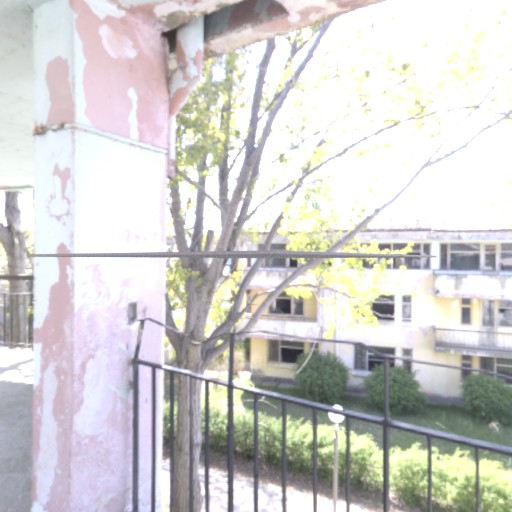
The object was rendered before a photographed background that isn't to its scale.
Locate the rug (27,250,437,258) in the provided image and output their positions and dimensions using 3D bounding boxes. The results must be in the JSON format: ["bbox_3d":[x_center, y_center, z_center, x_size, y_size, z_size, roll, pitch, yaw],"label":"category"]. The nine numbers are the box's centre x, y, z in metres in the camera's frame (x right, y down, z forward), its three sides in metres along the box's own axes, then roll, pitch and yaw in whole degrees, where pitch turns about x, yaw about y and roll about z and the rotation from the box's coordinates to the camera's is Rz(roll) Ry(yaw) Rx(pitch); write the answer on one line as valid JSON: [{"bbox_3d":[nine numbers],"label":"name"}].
[{"bbox_3d":[0.000,0.000,4.081,2.434,0.032,3.007,0,-1,36],"label":"rug"}]
